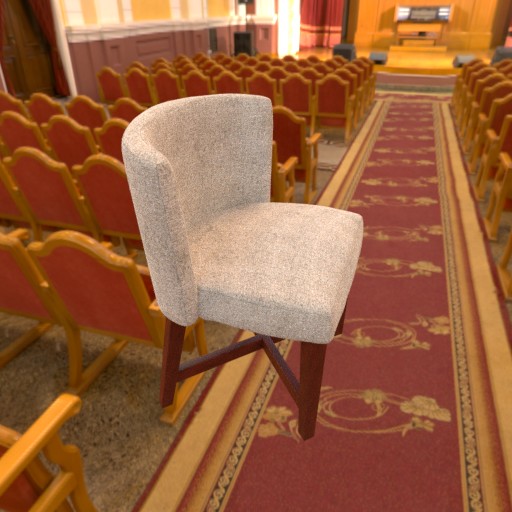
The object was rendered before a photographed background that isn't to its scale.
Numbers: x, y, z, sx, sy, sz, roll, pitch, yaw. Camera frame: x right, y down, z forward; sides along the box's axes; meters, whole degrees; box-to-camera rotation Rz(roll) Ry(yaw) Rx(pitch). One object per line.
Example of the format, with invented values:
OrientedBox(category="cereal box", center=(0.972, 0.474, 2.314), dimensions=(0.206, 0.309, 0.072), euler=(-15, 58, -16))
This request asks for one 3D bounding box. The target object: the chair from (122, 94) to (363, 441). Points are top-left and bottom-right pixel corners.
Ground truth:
OrientedBox(category="chair", center=(0.000, 0.000, 1.301), dimensions=(0.575, 0.827, 0.728), euler=(10, 31, 16))
